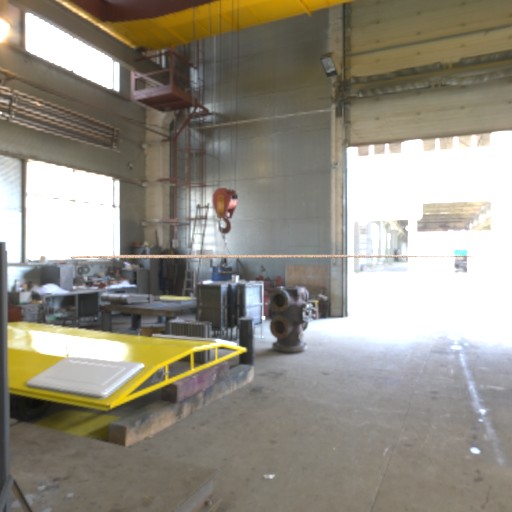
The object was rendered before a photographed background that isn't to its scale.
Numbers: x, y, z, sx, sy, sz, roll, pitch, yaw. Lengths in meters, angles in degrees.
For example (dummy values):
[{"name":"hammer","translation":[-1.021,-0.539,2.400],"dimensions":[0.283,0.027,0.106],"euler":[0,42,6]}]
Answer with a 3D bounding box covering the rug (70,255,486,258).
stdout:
[{"name":"rug","translation":[0.000,0.000,4.303],"dimensions":[3.205,0.013,2.448],"euler":[0,0,-20]}]
